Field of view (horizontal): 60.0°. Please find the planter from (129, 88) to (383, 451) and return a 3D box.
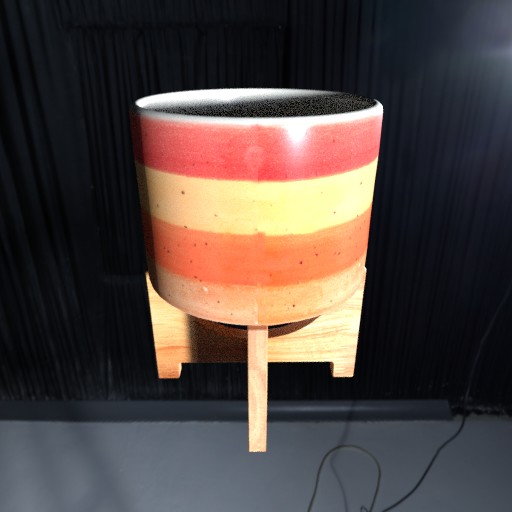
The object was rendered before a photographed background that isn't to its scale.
[{"bbox_3d":[0.000,0.000,0.400,0.199,0.268,0.199,0,26,0],"label":"planter"}]
